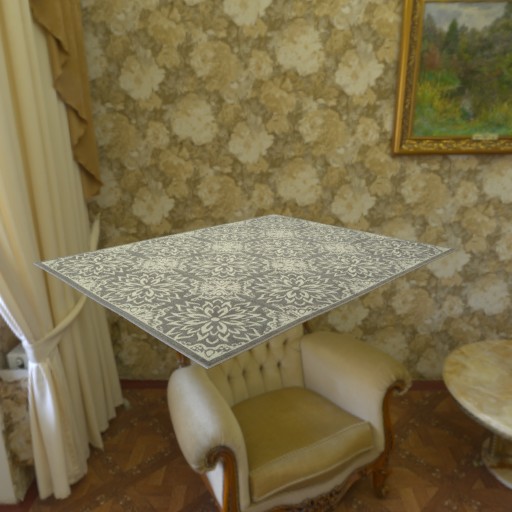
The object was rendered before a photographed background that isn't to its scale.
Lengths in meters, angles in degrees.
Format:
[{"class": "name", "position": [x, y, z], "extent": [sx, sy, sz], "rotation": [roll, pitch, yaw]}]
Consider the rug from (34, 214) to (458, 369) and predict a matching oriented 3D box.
[{"class": "rug", "position": [0.000, 0.000, 3.956], "extent": [2.980, 0.012, 2.363], "rotation": [-16, 23, -42]}]
